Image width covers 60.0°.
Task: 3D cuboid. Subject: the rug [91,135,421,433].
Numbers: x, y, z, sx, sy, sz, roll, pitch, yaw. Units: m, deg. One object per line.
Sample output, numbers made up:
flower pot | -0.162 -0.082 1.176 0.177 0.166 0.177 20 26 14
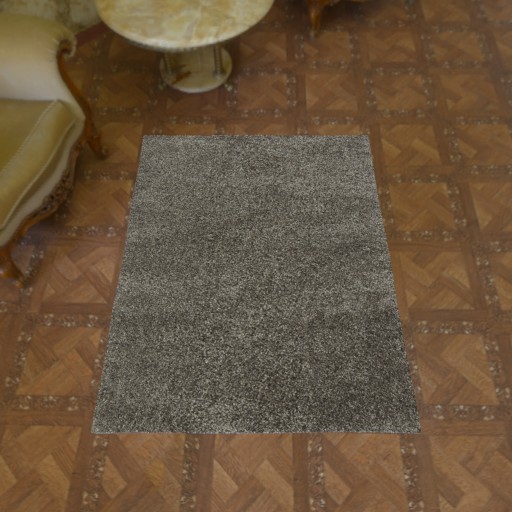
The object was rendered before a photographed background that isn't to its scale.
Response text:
rug | 0.000 0.000 3.987 2.401 0.025 3.000 0 59 0
